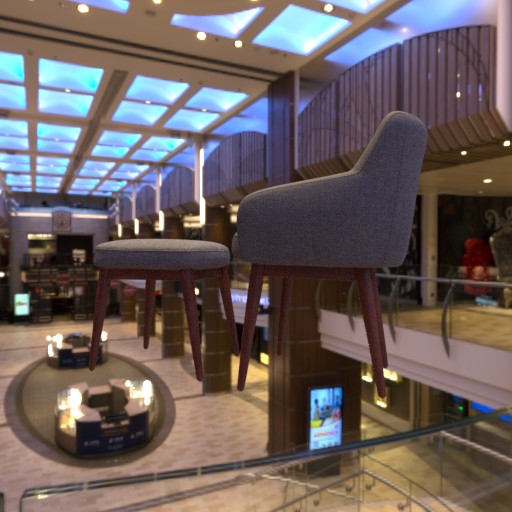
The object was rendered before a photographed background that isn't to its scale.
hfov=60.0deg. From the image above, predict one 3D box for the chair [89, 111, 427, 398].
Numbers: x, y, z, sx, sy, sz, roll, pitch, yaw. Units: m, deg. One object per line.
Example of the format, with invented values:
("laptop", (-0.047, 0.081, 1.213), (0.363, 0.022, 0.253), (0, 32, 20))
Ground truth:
("chair", (0.000, 0.000, 1.539), (1.107, 0.799, 0.584), (0, 1, 17))
